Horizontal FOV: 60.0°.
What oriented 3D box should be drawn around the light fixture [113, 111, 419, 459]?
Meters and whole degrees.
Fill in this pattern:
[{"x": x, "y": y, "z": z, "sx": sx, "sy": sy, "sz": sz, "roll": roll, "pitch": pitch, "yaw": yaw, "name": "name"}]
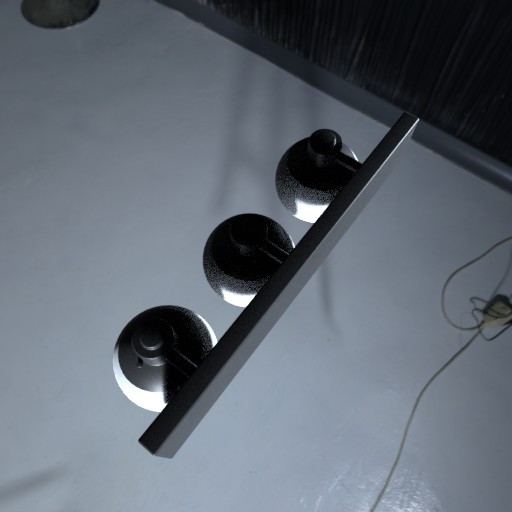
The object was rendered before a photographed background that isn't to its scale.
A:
[{"x": 0.000, "y": 0.000, "z": 0.845, "sx": 0.218, "sy": 0.263, "sz": 0.721, "roll": 34, "pitch": 69, "yaw": 15, "name": "light fixture"}]
